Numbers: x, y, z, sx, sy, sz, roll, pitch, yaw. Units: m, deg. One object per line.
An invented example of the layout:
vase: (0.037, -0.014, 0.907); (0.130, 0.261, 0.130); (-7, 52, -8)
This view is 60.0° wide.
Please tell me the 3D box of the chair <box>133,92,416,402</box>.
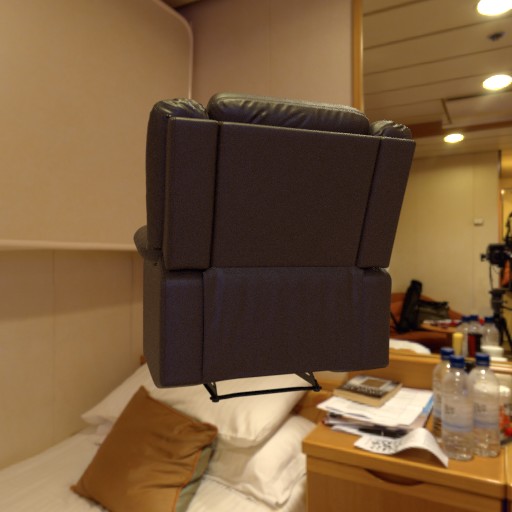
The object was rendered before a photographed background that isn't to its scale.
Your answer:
chair: (0.000, 0.000, 1.727); (0.899, 1.009, 0.934); (0, 0, -18)
